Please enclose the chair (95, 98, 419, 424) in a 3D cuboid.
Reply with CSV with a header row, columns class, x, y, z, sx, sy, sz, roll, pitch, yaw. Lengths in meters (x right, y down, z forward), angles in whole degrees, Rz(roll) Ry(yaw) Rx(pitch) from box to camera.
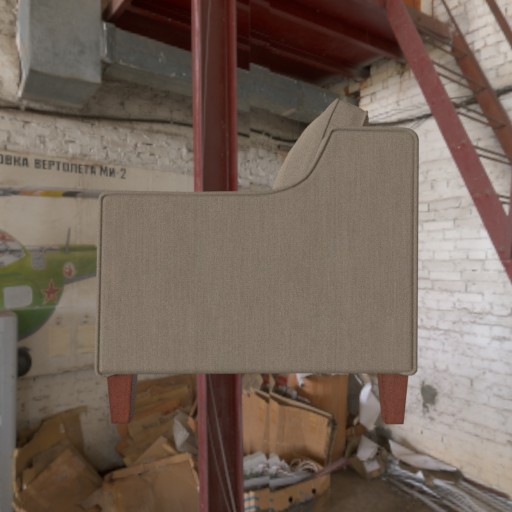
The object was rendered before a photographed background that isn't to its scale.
class,x,y,z,sx,sy,sz,roll,pitch,yaw
chair,0.000,0.000,1.635,0.909,0.960,0.831,0,-1,0
